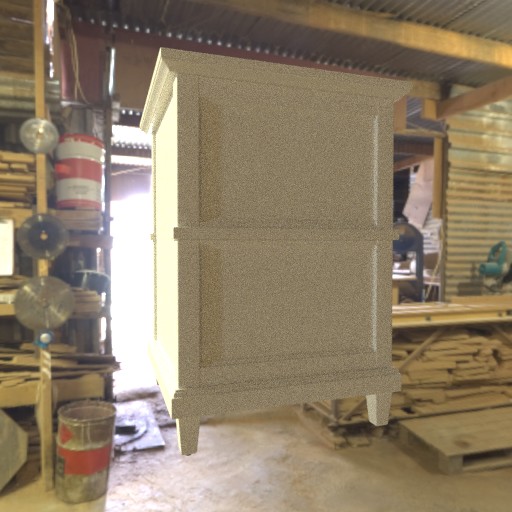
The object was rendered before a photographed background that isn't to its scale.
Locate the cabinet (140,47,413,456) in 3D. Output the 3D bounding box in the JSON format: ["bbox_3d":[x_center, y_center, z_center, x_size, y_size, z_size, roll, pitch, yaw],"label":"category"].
[{"bbox_3d":[0.000,0.000,1.156,0.547,0.775,0.544,-1,2,-18],"label":"cabinet"}]
